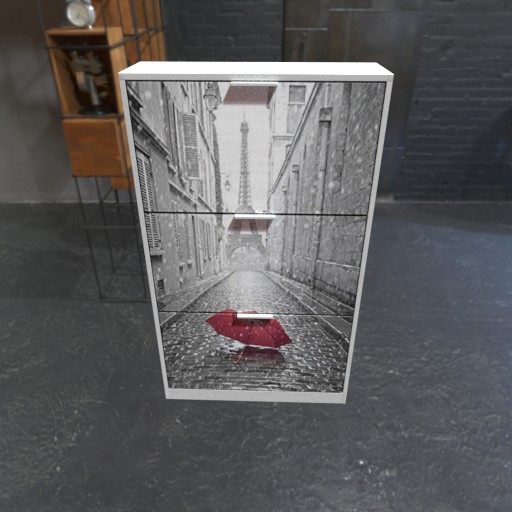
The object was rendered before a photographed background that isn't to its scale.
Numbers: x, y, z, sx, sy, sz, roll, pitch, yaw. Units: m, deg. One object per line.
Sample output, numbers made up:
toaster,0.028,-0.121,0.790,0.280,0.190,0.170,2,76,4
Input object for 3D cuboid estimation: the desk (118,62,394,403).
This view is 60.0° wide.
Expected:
desk,0.000,0.000,1.624,0.750,1.280,0.250,1,31,2
